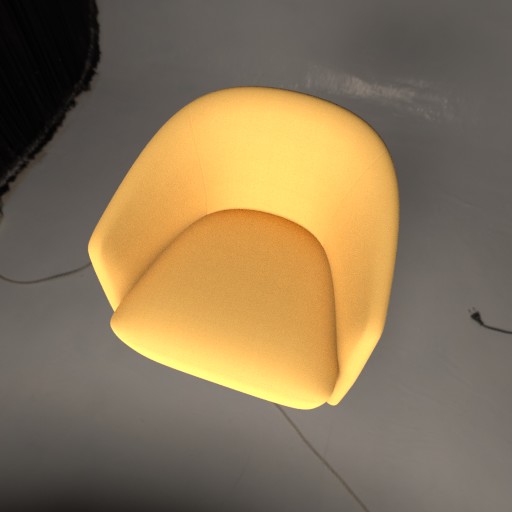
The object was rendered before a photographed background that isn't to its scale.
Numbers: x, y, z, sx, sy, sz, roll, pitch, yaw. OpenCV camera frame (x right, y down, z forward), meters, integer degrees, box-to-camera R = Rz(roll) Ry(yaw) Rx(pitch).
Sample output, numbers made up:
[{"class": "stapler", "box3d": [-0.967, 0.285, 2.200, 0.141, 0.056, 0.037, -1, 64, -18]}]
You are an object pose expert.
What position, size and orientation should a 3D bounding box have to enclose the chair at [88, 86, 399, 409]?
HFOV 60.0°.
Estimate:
[{"class": "chair", "box3d": [0.000, 0.000, 1.387, 0.773, 0.698, 0.767, 16, 61, 9]}]
